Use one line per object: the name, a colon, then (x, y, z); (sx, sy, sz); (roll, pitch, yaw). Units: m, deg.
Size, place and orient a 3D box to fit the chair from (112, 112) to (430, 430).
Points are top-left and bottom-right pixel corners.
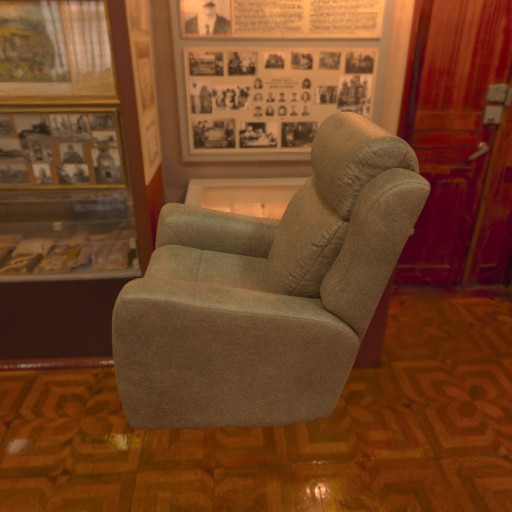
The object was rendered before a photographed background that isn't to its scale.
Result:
chair: (0.000, 0.000, 1.908); (1.068, 1.116, 0.965); (-1, 26, -1)
